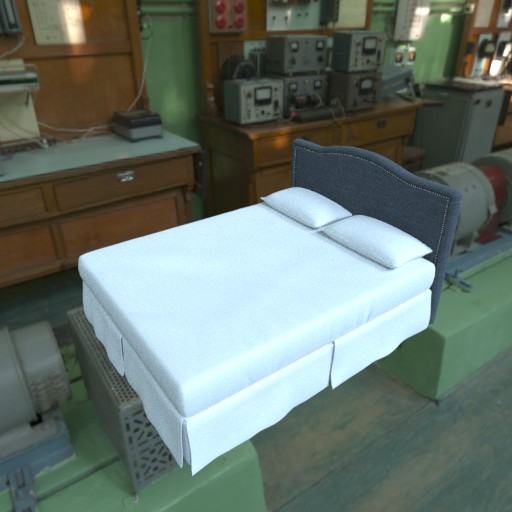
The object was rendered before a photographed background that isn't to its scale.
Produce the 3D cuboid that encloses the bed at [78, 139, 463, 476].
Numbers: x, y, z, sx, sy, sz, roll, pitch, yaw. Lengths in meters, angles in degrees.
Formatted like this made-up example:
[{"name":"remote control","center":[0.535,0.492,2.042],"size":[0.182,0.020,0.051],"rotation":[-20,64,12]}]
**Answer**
[{"name":"bed","center":[0.000,0.000,3.930],"size":[2.689,1.457,2.161],"rotation":[-20,35,-31]}]
